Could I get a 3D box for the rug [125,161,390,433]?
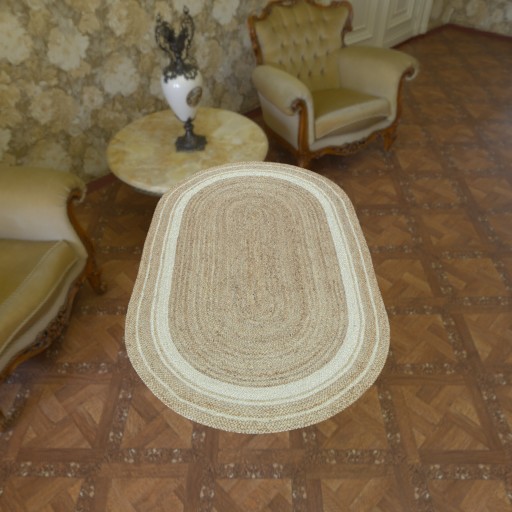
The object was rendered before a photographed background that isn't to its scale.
[{"bbox_3d":[0.000,0.000,2.941,1.520,0.006,2.432,-1,42,-1],"label":"rug"}]
